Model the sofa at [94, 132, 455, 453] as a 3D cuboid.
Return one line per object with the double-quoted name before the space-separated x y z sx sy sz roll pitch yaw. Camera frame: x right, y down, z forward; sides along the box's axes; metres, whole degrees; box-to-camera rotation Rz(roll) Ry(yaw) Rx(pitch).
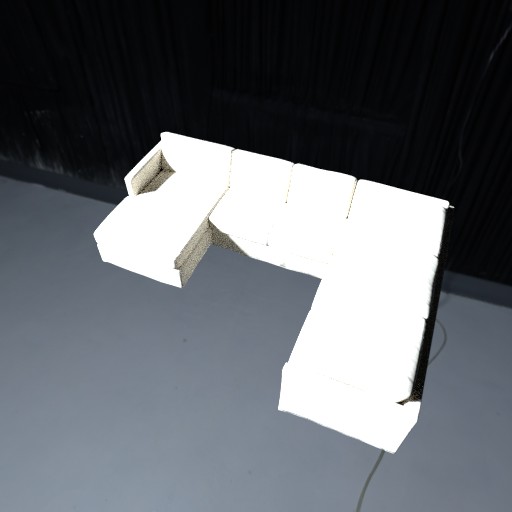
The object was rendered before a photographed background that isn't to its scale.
"sofa" 0.000 0.000 4.452 3.464 0.882 2.448 17 50 15
